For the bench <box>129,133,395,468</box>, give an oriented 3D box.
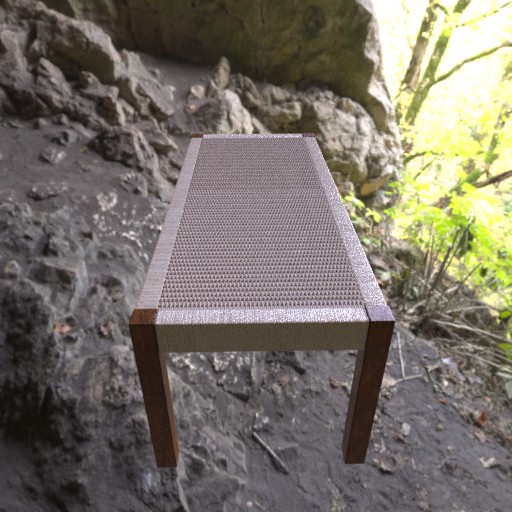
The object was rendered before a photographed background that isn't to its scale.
[{"bbox_3d":[0.000,0.000,1.467,0.507,0.457,1.198,-1,32,-1],"label":"bench"}]
